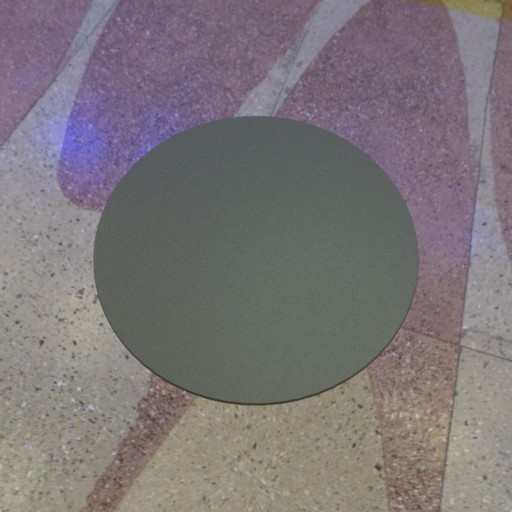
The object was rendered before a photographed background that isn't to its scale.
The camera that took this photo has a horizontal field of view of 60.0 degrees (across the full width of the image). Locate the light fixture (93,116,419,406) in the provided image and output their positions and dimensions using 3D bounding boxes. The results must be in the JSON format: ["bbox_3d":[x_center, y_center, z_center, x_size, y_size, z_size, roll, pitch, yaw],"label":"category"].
[{"bbox_3d":[0.000,0.000,0.549,0.368,0.100,0.368,0,63,0],"label":"light fixture"}]
